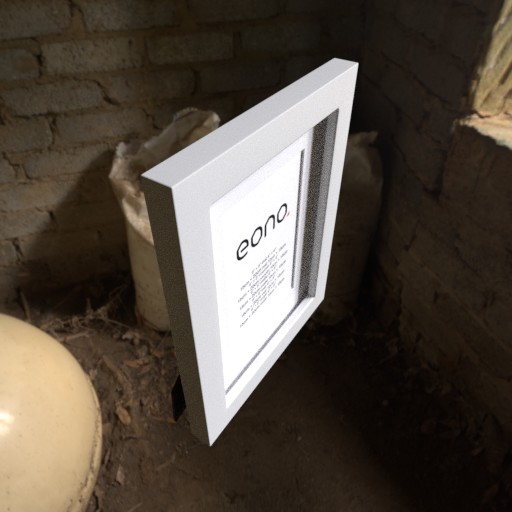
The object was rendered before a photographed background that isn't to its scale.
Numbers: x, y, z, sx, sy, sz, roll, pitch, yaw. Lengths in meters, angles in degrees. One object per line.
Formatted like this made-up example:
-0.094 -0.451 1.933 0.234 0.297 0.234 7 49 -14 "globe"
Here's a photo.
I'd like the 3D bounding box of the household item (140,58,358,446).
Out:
0.000 0.000 0.352 0.045 0.250 0.200 24 47 25 "household item"
